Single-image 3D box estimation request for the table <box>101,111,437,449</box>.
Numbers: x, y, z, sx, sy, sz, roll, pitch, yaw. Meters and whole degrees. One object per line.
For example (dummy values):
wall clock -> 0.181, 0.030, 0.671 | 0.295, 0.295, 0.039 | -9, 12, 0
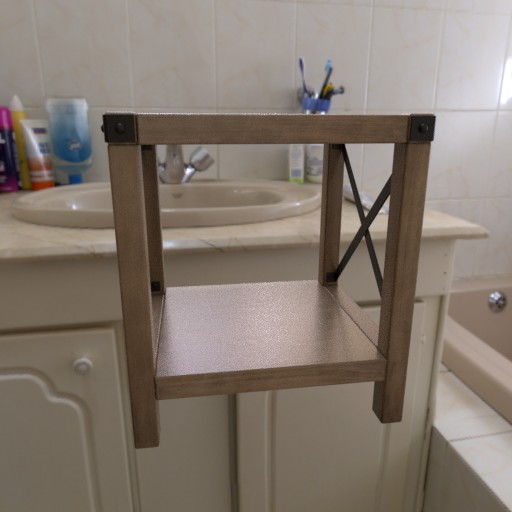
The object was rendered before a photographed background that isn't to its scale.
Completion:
table -> 0.000, 0.000, 0.932 | 0.510, 0.561, 0.459 | -2, 16, -8
